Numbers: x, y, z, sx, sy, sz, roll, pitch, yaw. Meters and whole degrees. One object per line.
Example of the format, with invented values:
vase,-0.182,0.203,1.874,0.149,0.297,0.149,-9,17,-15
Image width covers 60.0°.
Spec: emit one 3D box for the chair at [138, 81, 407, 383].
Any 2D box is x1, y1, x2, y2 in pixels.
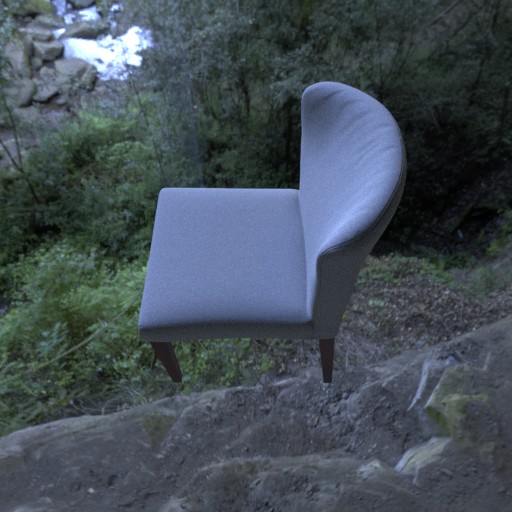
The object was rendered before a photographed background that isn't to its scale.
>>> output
chair,0.000,0.000,1.220,0.592,0.839,0.491,0,56,0
